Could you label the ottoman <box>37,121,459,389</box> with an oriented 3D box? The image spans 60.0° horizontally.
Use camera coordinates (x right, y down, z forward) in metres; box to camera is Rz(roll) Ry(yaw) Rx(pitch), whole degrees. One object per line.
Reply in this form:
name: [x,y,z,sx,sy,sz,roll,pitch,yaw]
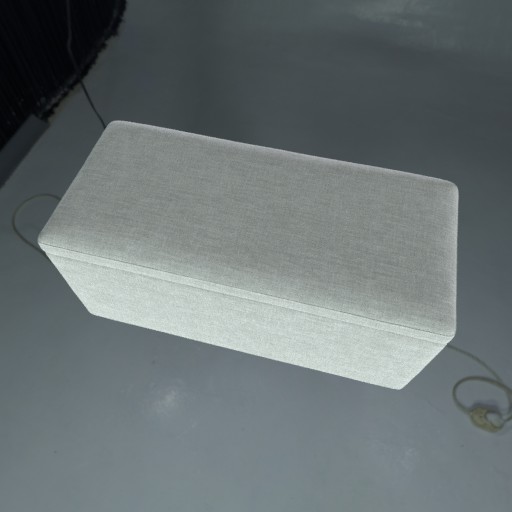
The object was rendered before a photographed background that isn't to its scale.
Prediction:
ottoman: [0.000,0.000,1.152,0.902,0.432,0.419,12,59,8]
